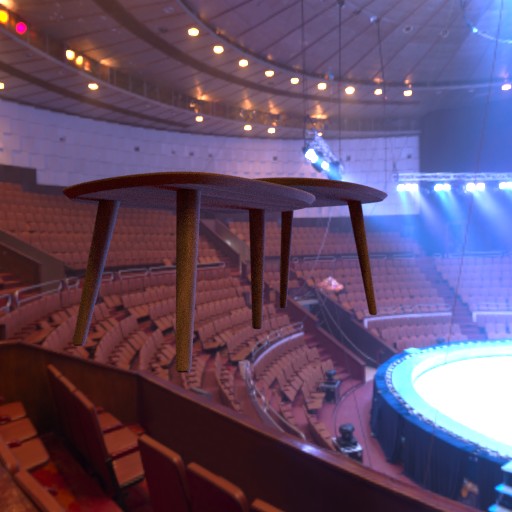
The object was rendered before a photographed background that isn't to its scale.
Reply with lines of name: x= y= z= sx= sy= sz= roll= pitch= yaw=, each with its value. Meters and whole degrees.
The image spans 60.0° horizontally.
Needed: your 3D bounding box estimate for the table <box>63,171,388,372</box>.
table: x=0.000 y=0.000 z=1.331 sx=0.527 sy=0.429 sz=1.084 roll=0 pitch=0 yaw=36
